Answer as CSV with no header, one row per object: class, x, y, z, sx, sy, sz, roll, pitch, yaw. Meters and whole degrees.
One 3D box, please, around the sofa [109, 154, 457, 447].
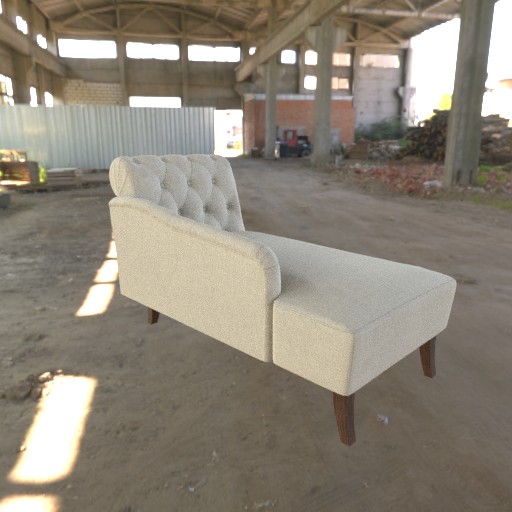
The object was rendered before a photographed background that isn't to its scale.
sofa,0.000,0.000,1.818,0.675,0.787,1.379,-14,20,-43
